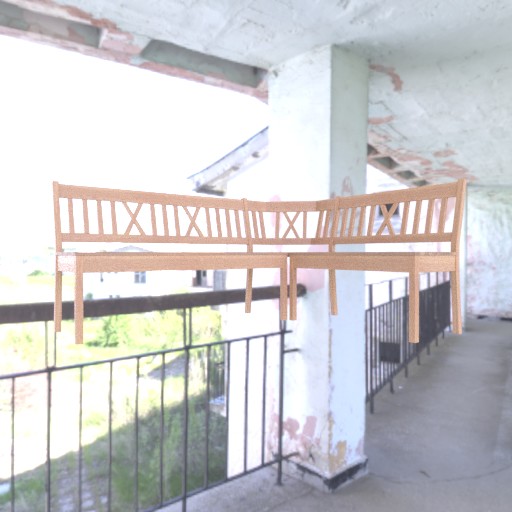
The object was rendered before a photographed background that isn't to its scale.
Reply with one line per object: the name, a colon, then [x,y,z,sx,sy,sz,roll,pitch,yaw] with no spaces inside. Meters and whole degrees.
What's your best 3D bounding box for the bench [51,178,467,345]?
bench: [0.000,0.000,2.640,1.937,0.902,1.537,0,0,-37]
